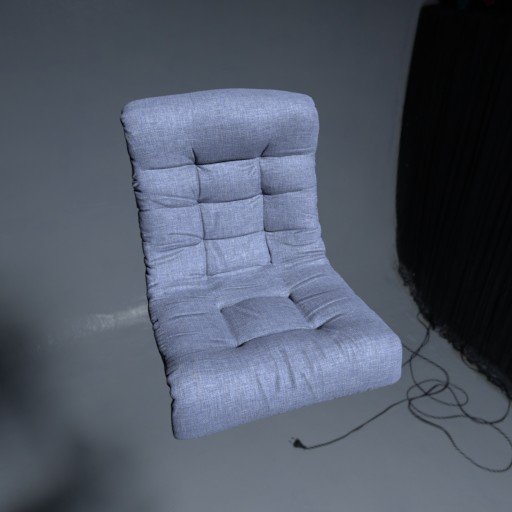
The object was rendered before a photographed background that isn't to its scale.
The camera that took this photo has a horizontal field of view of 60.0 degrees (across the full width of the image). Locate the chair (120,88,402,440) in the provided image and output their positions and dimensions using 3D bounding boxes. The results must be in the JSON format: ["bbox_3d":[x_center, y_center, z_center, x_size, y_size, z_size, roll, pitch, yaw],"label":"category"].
[{"bbox_3d":[0.000,0.000,1.190,0.597,0.749,0.668,-10,32,-16],"label":"chair"}]
